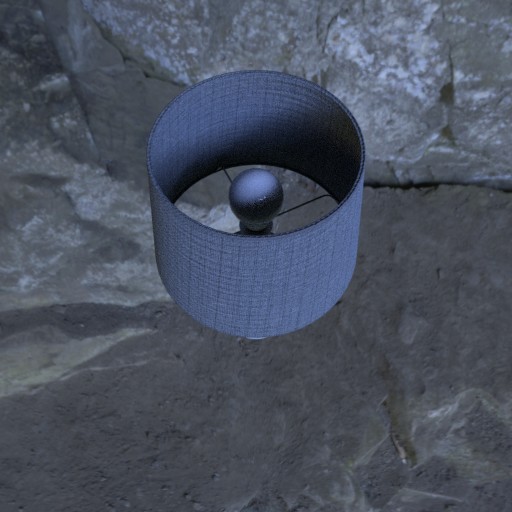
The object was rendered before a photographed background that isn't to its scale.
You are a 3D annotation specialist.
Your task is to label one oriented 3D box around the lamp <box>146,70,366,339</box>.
[{"bbox_3d":[0.000,0.000,0.591,0.251,0.429,0.251,0,62,0],"label":"lamp"}]
